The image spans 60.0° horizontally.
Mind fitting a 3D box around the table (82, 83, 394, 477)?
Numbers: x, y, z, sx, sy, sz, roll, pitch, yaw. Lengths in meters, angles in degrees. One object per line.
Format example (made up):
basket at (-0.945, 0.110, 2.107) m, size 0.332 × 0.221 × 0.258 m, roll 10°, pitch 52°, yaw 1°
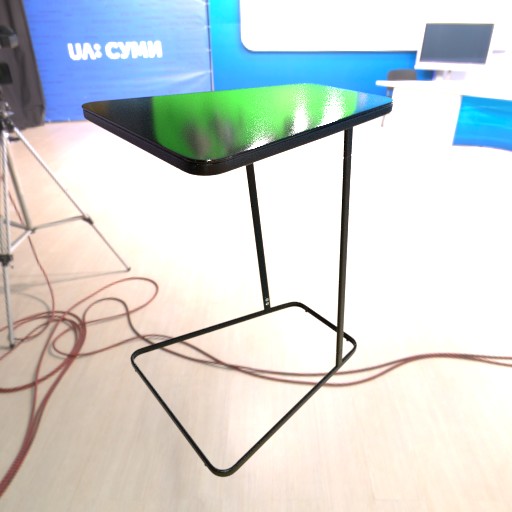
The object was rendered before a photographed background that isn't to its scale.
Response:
table at (0.000, 0.000, 0.950) m, size 0.500 × 0.624 × 0.427 m, roll -21°, pitch 36°, yaw -32°
